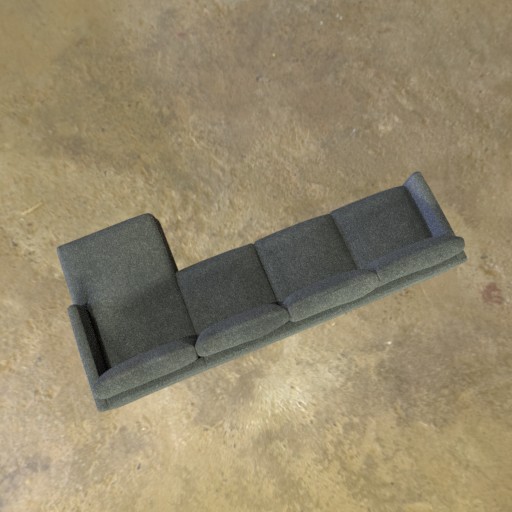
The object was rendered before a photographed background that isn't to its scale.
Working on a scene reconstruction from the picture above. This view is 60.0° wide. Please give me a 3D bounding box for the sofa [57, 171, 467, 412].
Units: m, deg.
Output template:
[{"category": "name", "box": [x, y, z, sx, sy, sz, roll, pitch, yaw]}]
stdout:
[{"category": "sofa", "box": [0.000, 0.000, 3.507, 2.932, 0.810, 1.350, -21, 76, -5]}]
